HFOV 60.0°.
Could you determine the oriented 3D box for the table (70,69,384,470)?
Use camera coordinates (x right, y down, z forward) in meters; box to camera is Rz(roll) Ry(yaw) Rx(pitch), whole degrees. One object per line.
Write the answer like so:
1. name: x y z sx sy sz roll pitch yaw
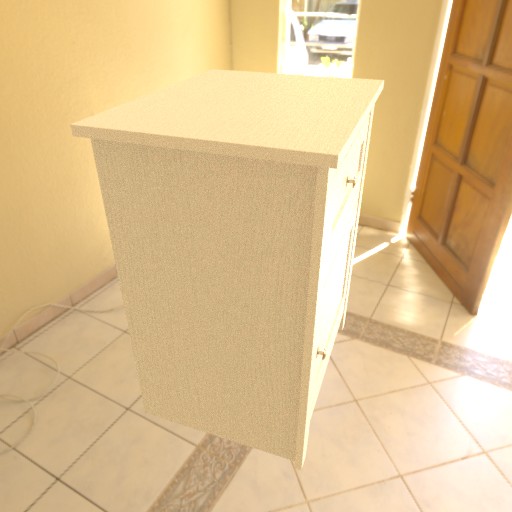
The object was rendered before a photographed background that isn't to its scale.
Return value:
1. table: 0.000 0.000 0.925 0.381 0.635 0.480 11 34 17
